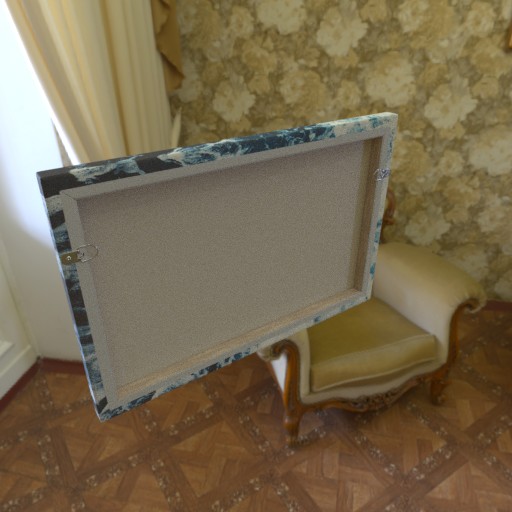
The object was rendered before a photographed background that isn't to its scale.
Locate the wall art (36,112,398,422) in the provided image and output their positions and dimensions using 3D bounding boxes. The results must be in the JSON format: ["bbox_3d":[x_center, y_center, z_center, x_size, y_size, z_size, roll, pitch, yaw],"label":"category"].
[{"bbox_3d":[0.000,0.000,1.140,0.915,0.610,0.042,-18,34,-29],"label":"wall art"}]
